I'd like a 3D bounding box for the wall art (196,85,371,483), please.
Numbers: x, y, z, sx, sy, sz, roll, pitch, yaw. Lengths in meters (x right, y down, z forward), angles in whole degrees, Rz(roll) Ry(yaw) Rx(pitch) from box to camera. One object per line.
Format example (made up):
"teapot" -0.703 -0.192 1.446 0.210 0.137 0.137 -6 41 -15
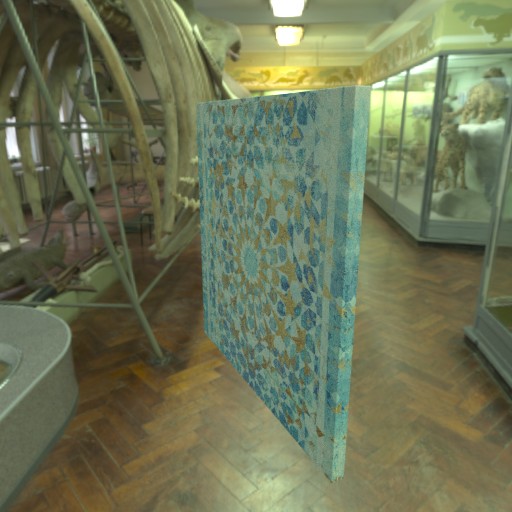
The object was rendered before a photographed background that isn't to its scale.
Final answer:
"wall art" 0.000 0.000 1.358 0.040 0.916 0.916 -8 19 -25
